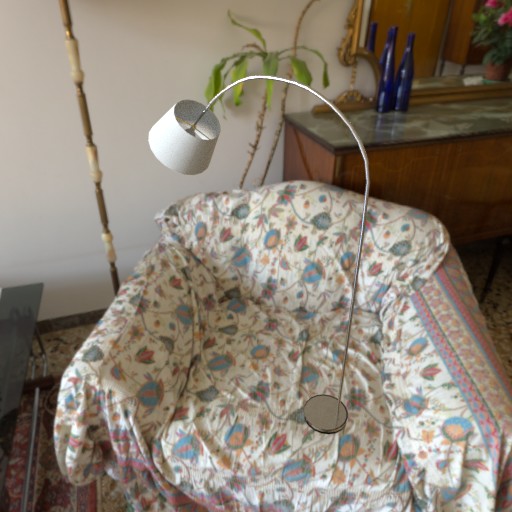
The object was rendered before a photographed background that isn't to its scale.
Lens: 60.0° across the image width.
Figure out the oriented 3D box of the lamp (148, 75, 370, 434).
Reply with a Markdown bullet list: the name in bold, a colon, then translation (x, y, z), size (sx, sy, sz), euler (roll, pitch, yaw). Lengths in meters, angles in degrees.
- **lamp**: translation (0.000, 0.000, 2.724), size (1.445, 2.098, 0.406), euler (20, 37, 30)
